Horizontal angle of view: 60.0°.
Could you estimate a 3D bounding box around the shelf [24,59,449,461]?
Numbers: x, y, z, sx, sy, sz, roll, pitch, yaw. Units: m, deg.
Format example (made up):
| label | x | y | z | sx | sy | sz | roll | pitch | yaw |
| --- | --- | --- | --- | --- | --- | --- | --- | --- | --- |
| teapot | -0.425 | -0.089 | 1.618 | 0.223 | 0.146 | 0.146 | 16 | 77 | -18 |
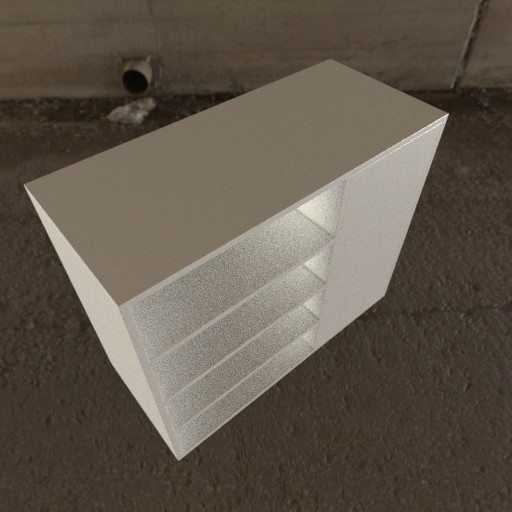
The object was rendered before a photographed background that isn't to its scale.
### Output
| label | x | y | z | sx | sy | sz | roll | pitch | yaw |
| --- | --- | --- | --- | --- | --- | --- | --- | --- | --- |
| shelf | 0.000 | 0.000 | 1.259 | 0.895 | 0.732 | 0.396 | -32 | 55 | -26 |
